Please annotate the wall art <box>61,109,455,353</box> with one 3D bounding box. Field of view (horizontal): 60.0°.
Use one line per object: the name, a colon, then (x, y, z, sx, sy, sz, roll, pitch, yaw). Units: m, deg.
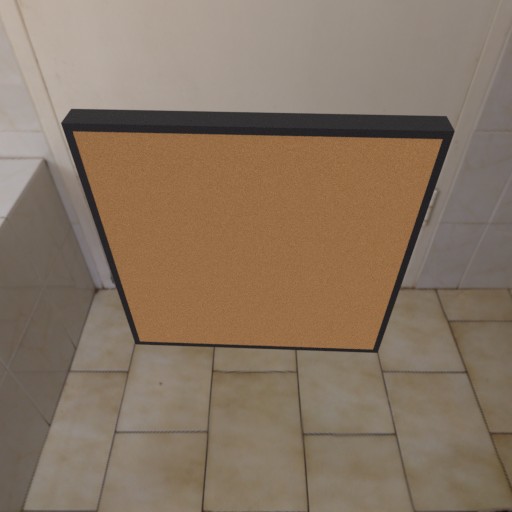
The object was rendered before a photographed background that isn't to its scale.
wall art: (0.000, 0.000, 0.765, 0.509, 0.509, 0.040, 2, 45, 2)
